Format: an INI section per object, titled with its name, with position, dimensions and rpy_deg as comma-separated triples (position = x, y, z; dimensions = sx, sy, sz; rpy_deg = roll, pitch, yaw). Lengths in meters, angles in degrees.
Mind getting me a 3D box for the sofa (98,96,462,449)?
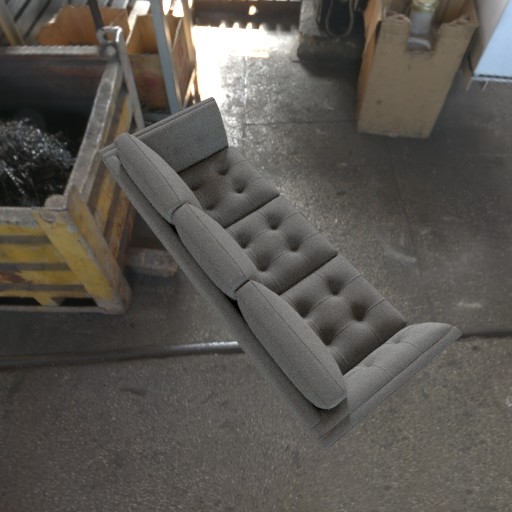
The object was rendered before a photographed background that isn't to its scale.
[sofa]
position = 0.000, 0.000, 2.954
dimensions = 0.965, 0.940, 2.387
rpy_deg = -32, 63, -18
